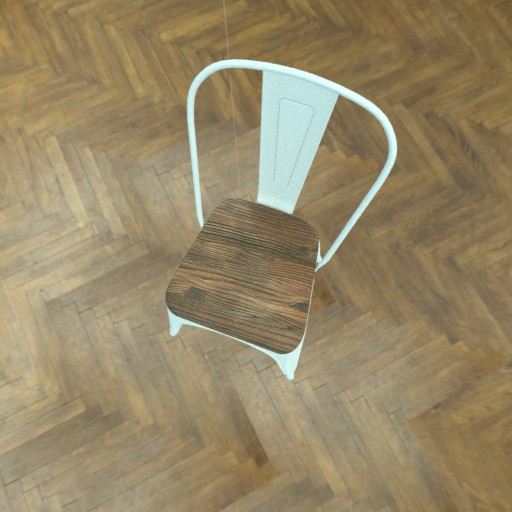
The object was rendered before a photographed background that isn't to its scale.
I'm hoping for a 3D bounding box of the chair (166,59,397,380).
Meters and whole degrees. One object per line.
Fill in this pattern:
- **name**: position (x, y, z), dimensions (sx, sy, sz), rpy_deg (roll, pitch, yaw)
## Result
- **chair**: position (0.000, 0.000, 1.174), dimensions (0.452, 0.851, 0.521), rpy_deg (19, 75, 5)
